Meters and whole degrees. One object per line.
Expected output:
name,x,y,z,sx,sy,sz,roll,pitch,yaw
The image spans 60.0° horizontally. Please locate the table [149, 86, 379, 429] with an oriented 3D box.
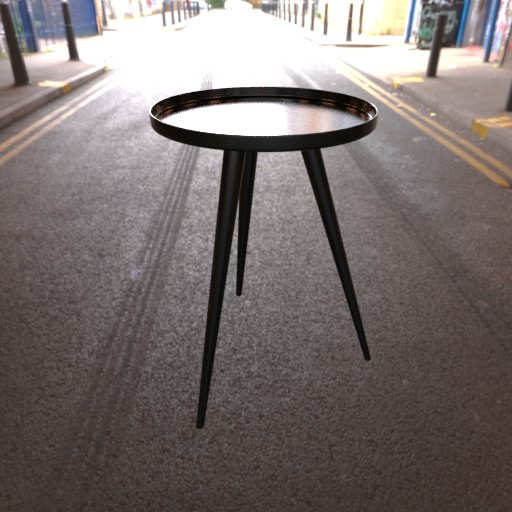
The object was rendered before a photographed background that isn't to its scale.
table,0.000,0.000,0.849,0.403,0.548,0.415,21,36,32
